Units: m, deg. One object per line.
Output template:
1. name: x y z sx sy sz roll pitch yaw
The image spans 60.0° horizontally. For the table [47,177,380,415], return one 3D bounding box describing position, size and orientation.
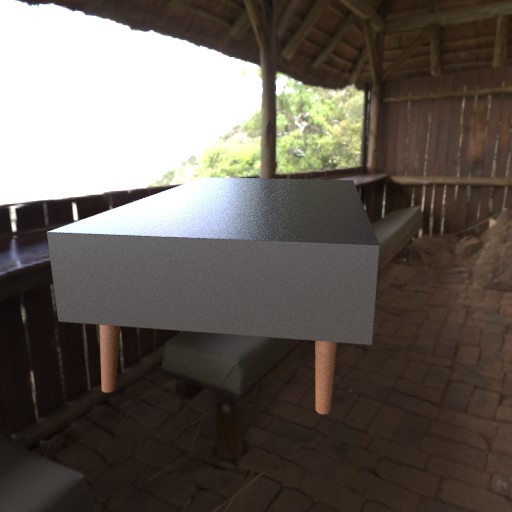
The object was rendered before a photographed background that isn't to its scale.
1. table: 0.000 0.000 1.513 0.703 0.404 1.201 3 16 9
